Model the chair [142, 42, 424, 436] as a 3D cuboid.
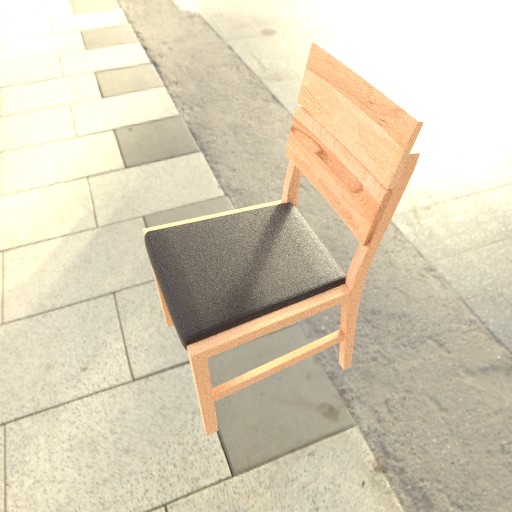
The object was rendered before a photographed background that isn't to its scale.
[{"bbox_3d":[0.000,0.000,1.262,0.560,0.950,0.475,-18,49,-16],"label":"chair"}]
